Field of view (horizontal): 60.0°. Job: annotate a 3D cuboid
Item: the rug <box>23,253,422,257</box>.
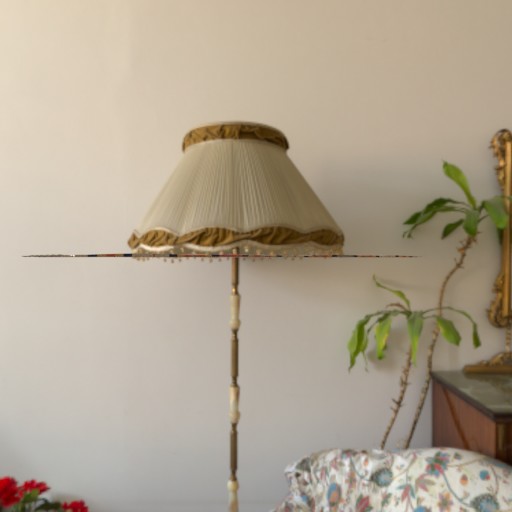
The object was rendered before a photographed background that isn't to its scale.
[{"bbox_3d":[0.000,0.000,2.700,2.455,0.017,0.695,0,0,-36],"label":"rug"}]
